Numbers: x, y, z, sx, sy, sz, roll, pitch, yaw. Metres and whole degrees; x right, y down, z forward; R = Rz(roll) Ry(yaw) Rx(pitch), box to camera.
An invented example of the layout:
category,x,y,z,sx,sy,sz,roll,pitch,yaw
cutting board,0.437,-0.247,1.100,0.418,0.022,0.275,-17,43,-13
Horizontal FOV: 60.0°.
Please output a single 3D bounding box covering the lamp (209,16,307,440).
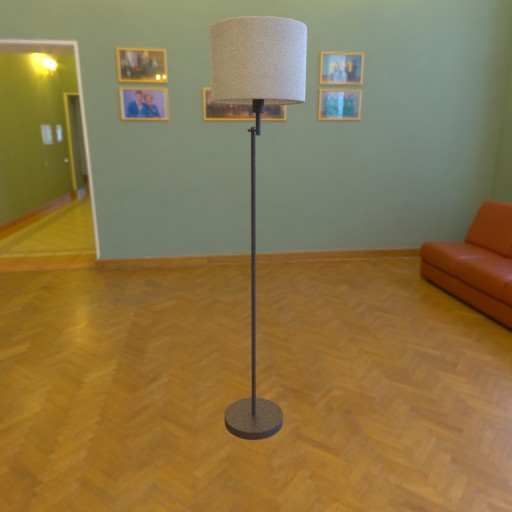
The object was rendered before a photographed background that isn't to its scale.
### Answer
category,x,y,z,sx,sy,sz,roll,pitch,yaw
lamp,0.000,0.000,1.734,0.324,1.600,0.416,-2,15,-9
